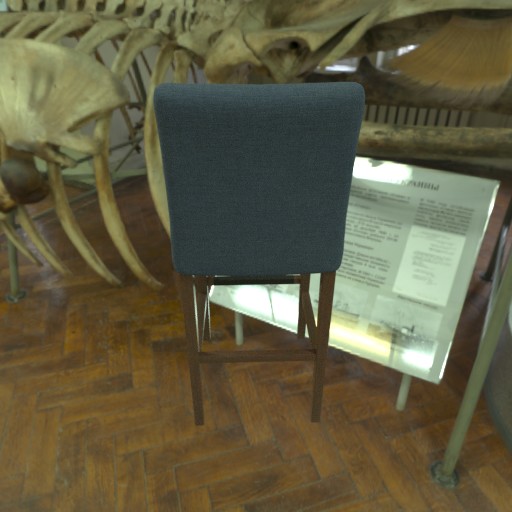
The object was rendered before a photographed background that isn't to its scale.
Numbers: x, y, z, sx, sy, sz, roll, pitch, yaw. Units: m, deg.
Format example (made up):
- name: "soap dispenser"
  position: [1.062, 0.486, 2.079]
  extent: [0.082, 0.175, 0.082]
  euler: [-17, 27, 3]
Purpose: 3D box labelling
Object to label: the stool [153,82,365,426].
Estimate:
- name: "stool"
  position: [0.000, 0.000, 1.347]
  extent: [0.470, 1.078, 0.577]
  euler: [-1, 31, -2]
